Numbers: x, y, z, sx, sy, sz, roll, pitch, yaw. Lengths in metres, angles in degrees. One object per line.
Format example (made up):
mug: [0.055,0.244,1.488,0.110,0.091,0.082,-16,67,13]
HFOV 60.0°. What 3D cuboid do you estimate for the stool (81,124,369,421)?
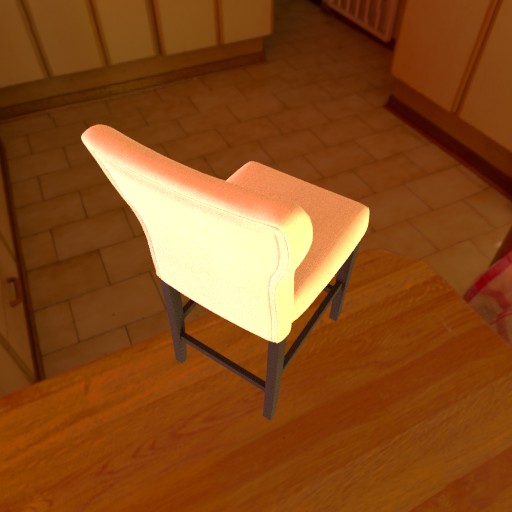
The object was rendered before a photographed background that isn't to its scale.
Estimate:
stool: [0.000,0.000,1.312,0.514,0.972,0.603,26,53,22]
